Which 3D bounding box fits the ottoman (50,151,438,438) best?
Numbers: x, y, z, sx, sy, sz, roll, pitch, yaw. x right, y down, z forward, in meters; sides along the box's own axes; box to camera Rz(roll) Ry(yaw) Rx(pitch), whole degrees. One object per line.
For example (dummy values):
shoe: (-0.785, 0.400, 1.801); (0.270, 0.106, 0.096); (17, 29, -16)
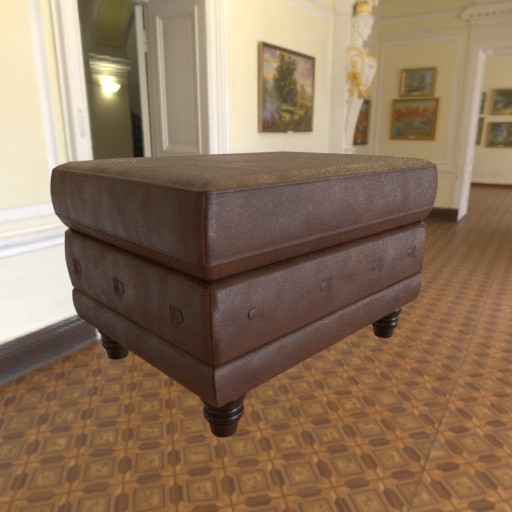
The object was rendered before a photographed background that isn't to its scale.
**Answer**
ottoman: (0.000, 0.000, 1.150); (0.795, 0.509, 0.588); (-15, 21, -43)
